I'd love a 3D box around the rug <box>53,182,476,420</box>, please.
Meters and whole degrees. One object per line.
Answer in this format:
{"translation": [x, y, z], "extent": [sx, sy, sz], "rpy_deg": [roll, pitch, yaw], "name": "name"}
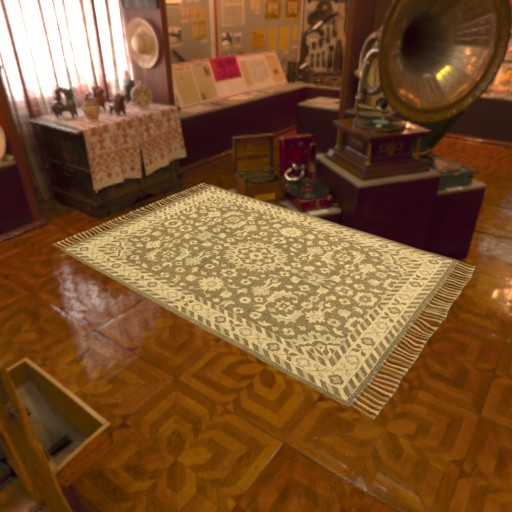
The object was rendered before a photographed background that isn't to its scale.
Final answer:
{"translation": [0.000, 0.000, 2.960], "extent": [2.431, 0.025, 1.530], "rpy_deg": [21, 36, 32], "name": "rug"}
